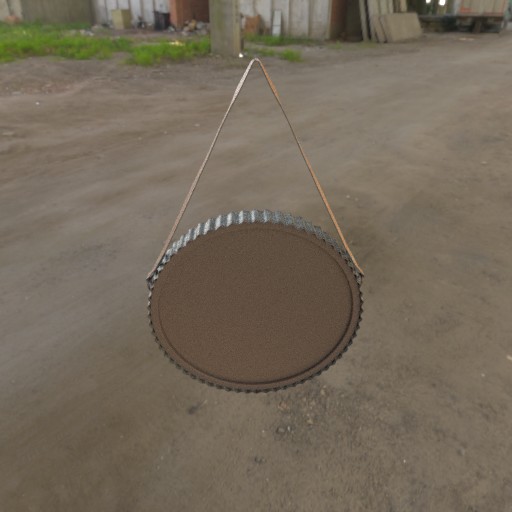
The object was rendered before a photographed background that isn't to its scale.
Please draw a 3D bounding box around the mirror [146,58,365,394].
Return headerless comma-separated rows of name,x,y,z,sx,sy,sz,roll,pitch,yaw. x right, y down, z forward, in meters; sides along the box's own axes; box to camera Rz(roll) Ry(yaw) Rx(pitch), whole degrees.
mirror,0.000,0.000,0.694,0.355,0.568,0.042,-1,30,-2
